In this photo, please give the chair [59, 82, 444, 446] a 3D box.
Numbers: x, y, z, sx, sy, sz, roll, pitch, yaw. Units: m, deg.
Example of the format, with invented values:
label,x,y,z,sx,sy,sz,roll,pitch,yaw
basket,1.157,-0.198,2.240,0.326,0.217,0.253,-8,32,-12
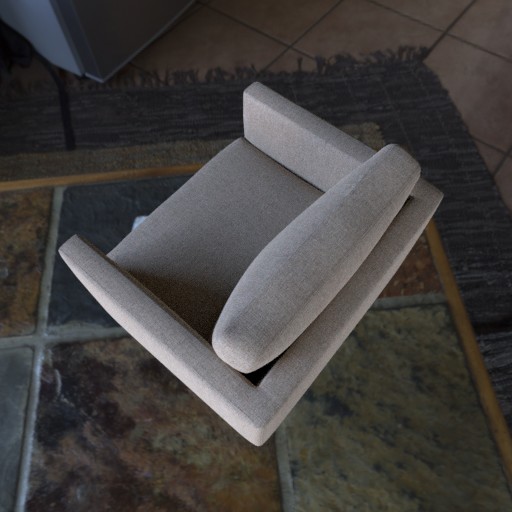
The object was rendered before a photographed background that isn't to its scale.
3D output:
label,x,y,z,sx,sy,sz,roll,pitch,yaw
chair,0.000,0.000,1.836,0.959,0.987,1.107,37,69,17
